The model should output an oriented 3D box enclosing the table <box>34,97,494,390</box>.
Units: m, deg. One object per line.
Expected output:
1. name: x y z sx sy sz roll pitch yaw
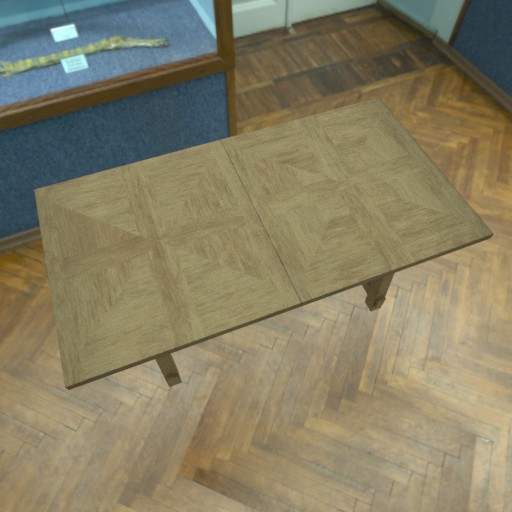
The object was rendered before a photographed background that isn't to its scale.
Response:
1. table: 0.000 0.000 2.370 1.881 0.768 1.016 -18 59 -11
